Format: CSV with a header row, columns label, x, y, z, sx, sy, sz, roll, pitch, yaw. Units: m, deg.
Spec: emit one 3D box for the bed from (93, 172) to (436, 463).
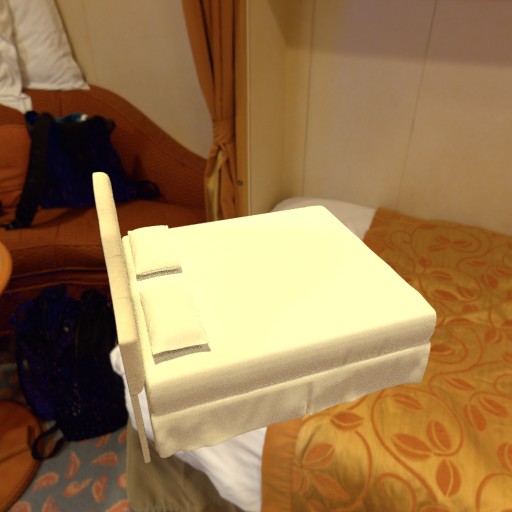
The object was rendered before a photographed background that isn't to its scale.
label,x,y,z,sx,sy,sz,roll,pitch,yaw
bed,0.000,0.000,3.571,2.214,1.615,2.008,-10,34,-16
